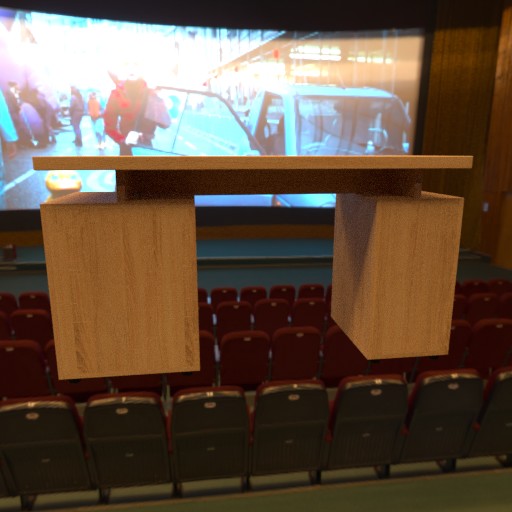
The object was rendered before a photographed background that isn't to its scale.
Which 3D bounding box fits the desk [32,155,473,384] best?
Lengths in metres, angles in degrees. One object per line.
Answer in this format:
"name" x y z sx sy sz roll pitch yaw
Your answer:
"desk" 0.000 0.000 1.725 1.400 0.760 0.550 -2 13 -8
